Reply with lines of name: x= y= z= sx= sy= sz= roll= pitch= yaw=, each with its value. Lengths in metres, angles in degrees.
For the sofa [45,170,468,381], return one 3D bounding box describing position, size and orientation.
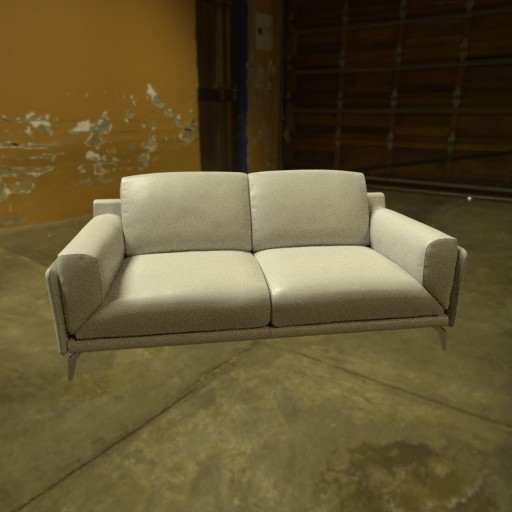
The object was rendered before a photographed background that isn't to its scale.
sofa: x=0.000 y=0.000 z=2.664 sx=2.101 sy=0.930 sz=1.049 roll=-3 pitch=17 yaw=-8
